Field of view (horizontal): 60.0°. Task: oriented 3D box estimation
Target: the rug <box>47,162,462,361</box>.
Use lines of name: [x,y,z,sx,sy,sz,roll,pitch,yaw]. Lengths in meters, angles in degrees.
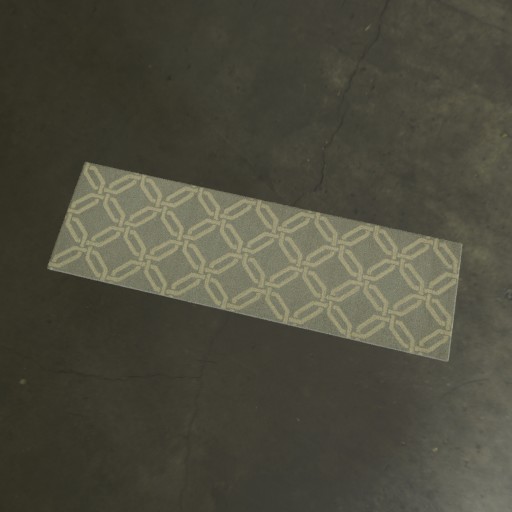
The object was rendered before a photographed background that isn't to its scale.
rug: [0.000,0.000,2.526,2.276,0.014,0.678,13,76,3]
